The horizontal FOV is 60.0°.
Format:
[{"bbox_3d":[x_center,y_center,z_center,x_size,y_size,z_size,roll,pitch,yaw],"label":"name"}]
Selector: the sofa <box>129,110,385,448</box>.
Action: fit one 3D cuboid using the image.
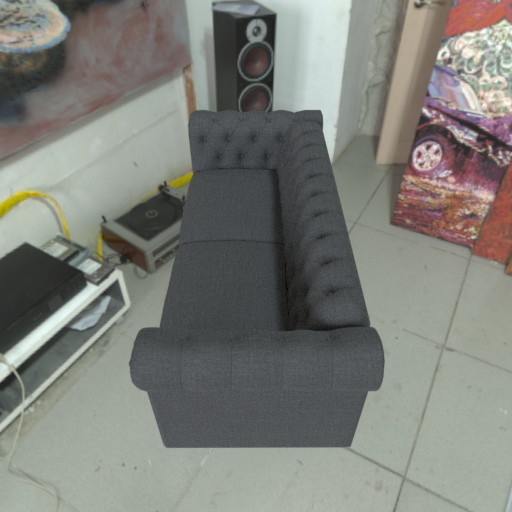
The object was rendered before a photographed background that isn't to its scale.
[{"bbox_3d":[0.000,0.000,2.201,0.783,0.797,1.798,0,42,0],"label":"sofa"}]
